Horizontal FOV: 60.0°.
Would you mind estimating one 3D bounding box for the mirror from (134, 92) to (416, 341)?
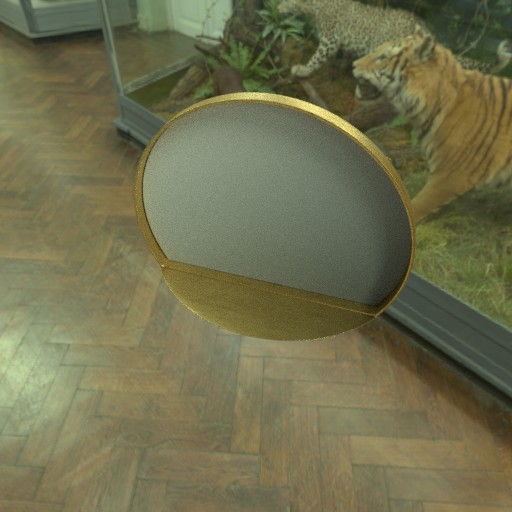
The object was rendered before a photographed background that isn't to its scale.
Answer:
[{"bbox_3d":[0.000,0.000,0.681,0.457,0.457,0.133,12,43,13],"label":"mirror"}]
